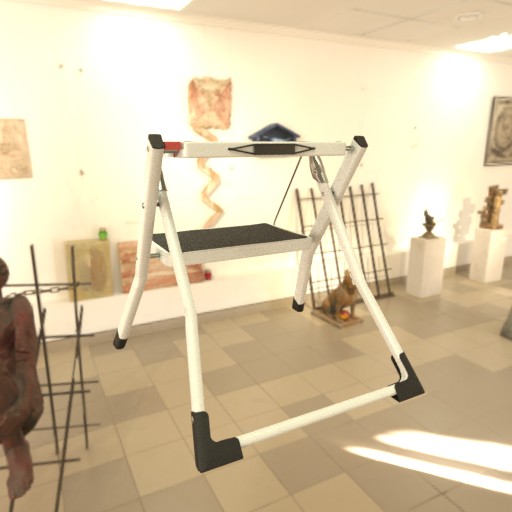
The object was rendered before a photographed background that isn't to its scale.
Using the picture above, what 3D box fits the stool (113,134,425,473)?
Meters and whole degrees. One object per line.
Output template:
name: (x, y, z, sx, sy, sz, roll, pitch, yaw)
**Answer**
stool: (0.000, 0.000, 0.846, 0.485, 0.445, 0.490, -7, 16, -27)
